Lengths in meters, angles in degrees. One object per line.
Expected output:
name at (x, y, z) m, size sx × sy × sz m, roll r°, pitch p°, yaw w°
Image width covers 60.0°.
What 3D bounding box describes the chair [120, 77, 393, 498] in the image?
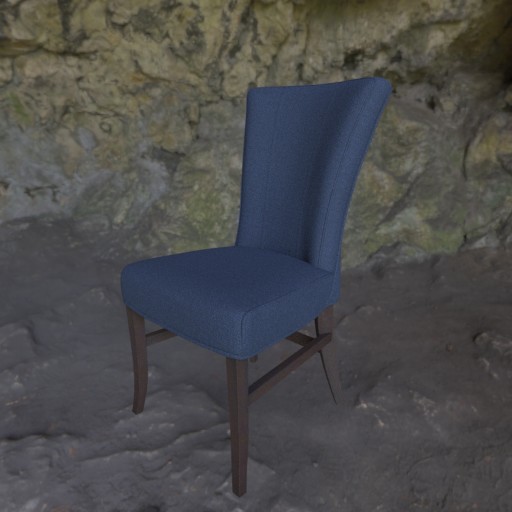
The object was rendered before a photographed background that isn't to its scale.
chair at (0.000, 0.000, 1.308) m, size 0.520 × 0.991 × 0.660 m, roll 15°, pitch 21°, yaw 42°
